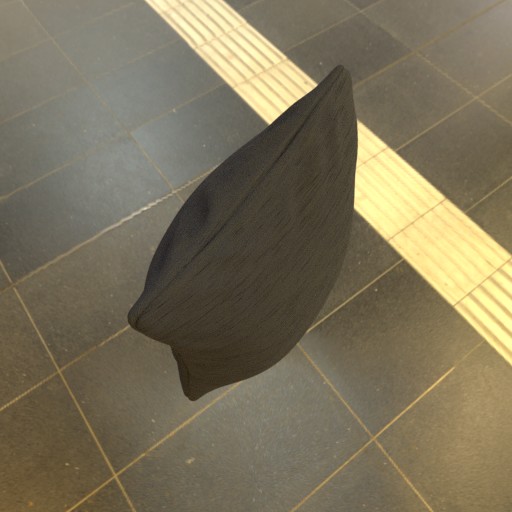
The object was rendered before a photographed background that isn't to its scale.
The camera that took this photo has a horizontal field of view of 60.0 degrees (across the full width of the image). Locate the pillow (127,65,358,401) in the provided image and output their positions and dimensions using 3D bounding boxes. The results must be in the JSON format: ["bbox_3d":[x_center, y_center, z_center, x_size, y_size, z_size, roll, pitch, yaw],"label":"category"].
[{"bbox_3d":[0.000,0.000,0.681,0.246,0.414,0.432,31,67,15],"label":"pillow"}]
